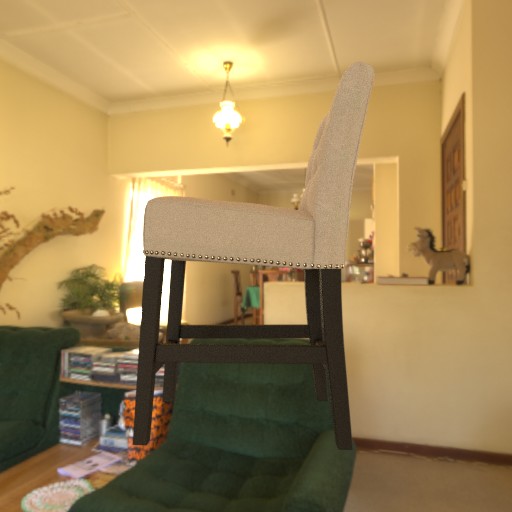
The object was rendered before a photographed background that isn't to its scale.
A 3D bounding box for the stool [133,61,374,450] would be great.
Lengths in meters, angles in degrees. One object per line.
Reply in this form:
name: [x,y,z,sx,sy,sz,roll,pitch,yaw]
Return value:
stool: [0.000,0.000,1.203,0.571,0.885,0.427,0,-1,0]
